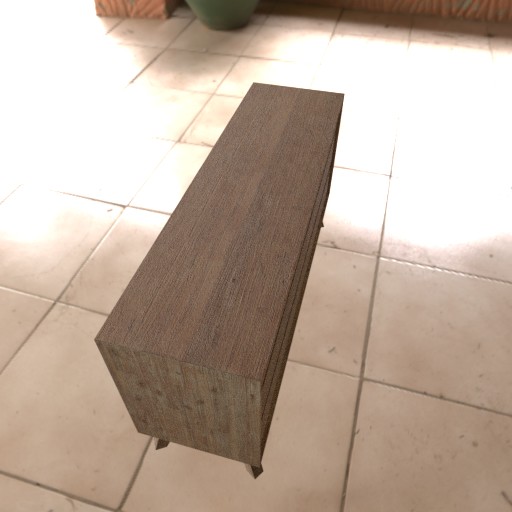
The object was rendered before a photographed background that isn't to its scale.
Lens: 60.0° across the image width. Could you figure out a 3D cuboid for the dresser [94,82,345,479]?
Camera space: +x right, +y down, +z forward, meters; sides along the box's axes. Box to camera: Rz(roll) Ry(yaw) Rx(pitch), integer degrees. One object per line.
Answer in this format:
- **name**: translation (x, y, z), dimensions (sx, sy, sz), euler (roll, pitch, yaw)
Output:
- **dresser**: translation (0.000, 0.000, 1.927), dimensions (0.455, 0.805, 1.554), euler (11, 47, 11)
